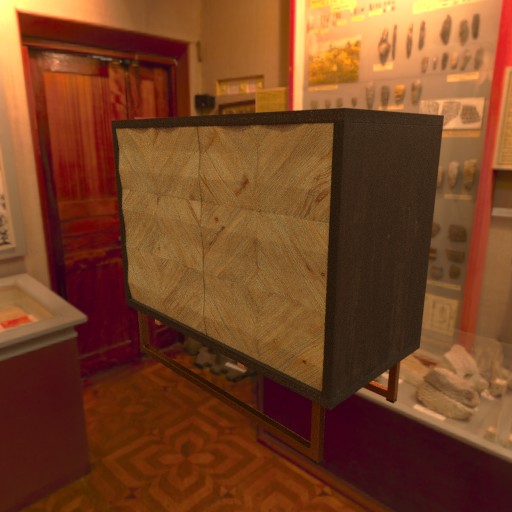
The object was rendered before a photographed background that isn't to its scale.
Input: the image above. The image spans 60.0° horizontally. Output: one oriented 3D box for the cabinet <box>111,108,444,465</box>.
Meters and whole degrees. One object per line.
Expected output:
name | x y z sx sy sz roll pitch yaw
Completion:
cabinet | 0.000 0.000 1.448 0.451 0.860 0.950 -14 21 -43
